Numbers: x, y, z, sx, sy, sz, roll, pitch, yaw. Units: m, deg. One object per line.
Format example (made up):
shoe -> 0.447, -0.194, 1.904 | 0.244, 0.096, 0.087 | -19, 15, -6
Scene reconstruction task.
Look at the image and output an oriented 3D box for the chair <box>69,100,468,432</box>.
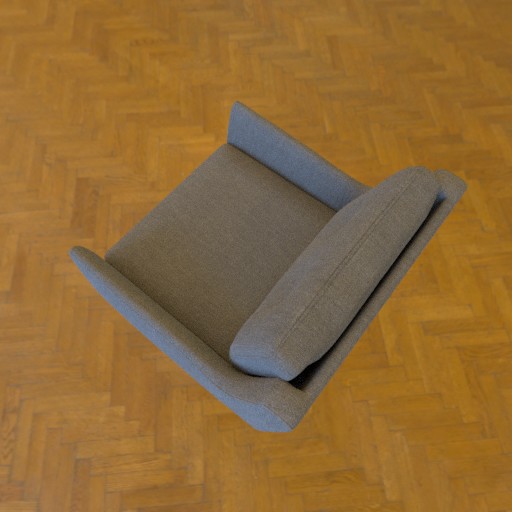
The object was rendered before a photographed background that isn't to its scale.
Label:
chair -> 0.000, 0.000, 1.490 | 0.849, 0.828, 0.847 | 36, 69, 16
